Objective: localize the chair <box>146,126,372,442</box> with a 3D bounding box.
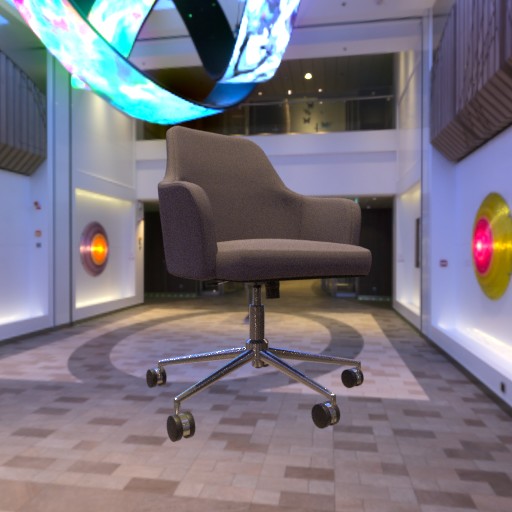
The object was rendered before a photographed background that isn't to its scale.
[{"bbox_3d":[0.000,0.000,1.278,0.655,0.820,0.600,0,1,-37],"label":"chair"}]
